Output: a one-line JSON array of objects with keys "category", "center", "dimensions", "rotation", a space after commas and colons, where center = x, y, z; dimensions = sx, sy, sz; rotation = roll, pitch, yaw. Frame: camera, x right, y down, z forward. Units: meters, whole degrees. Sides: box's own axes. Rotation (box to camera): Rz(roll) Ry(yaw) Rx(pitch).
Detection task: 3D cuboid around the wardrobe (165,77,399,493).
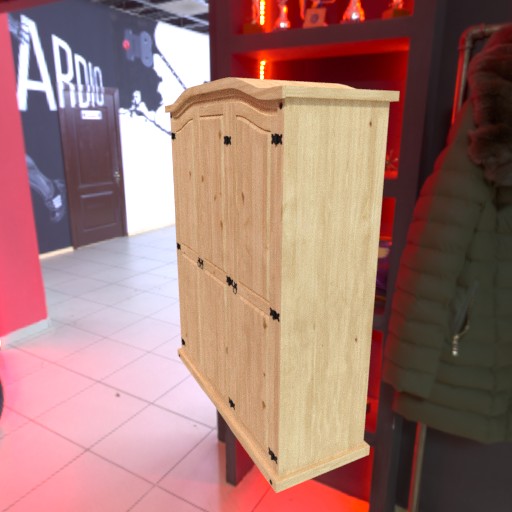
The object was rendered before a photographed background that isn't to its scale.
[{"category": "wardrobe", "center": [0.000, 0.000, 2.593], "dimensions": [0.570, 1.870, 1.500], "rotation": [-8, 18, -26]}]
